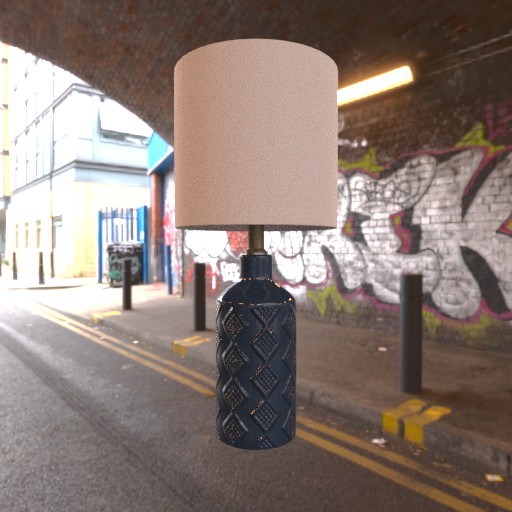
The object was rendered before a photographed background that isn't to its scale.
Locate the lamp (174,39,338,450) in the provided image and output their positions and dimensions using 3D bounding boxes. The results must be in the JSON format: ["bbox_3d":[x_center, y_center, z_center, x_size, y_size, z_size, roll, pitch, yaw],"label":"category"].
[{"bbox_3d":[0.000,0.000,0.573,0.207,0.461,0.207,0,1,1],"label":"lamp"}]
